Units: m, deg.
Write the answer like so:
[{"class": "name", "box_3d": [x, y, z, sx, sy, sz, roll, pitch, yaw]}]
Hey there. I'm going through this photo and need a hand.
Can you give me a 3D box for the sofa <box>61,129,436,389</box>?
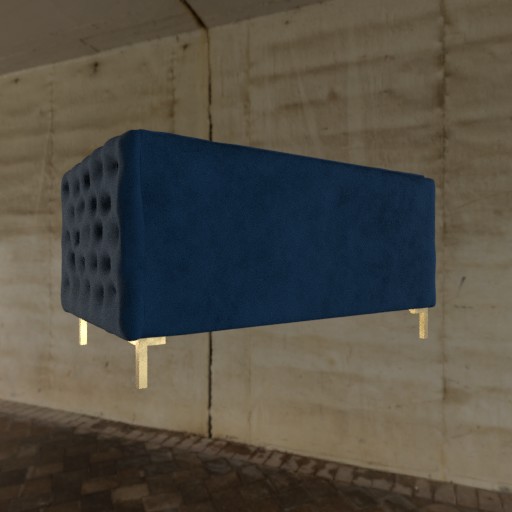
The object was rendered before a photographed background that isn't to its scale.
[{"class": "sofa", "box_3d": [0.000, 0.000, 2.097, 1.583, 0.810, 0.909, 0, 0, -35]}]
